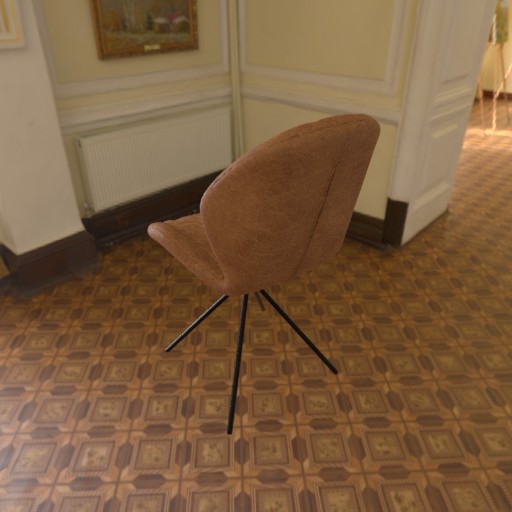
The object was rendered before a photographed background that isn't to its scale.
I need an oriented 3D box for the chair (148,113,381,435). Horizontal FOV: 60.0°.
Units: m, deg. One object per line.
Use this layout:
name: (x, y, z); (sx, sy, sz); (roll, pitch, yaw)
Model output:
chair: (0.000, 0.000, 1.326); (0.527, 0.929, 0.640); (-19, 36, -29)
